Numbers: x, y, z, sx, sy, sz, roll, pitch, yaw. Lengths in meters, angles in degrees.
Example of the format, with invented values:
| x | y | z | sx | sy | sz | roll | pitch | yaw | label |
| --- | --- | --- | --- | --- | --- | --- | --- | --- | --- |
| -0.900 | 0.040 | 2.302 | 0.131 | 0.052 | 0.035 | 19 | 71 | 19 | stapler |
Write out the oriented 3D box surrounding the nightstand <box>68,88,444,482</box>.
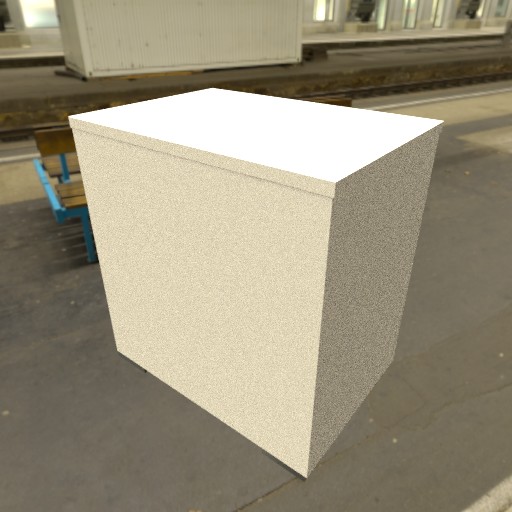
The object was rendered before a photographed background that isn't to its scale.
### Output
| x | y | z | sx | sy | sz | roll | pitch | yaw | label |
| --- | --- | --- | --- | --- | --- | --- | --- | --- | --- |
| 0.000 | 0.000 | 0.755 | 0.441 | 0.460 | 0.325 | 21 | 36 | 32 | nightstand |
